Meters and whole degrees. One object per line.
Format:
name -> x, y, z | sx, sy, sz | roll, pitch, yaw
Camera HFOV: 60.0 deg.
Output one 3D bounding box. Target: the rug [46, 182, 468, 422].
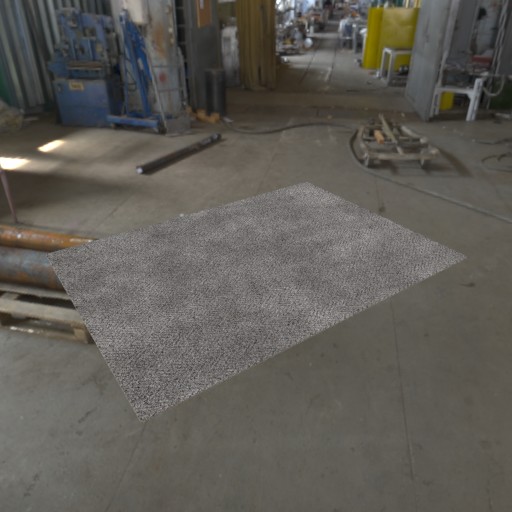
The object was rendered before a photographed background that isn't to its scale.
rug -> 0.000, 0.000, 2.881 | 2.235, 0.008, 1.600 | -20, 36, -29
